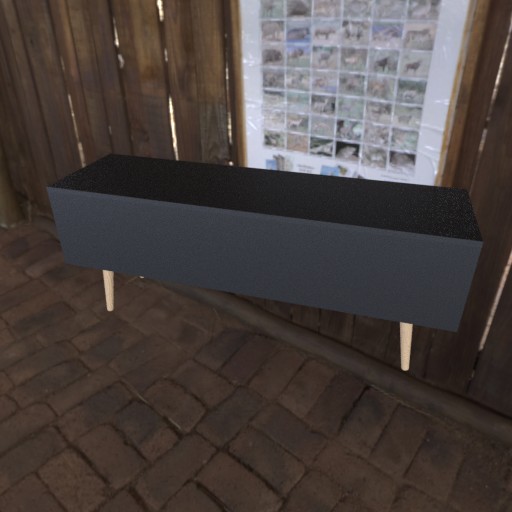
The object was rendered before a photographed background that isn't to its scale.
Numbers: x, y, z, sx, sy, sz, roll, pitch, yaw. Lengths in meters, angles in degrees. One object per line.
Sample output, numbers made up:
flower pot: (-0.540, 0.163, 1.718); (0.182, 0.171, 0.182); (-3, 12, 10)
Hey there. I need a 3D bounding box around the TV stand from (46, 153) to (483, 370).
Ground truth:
TV stand: (0.000, 0.000, 1.569); (1.312, 0.518, 0.390); (9, 31, 15)
